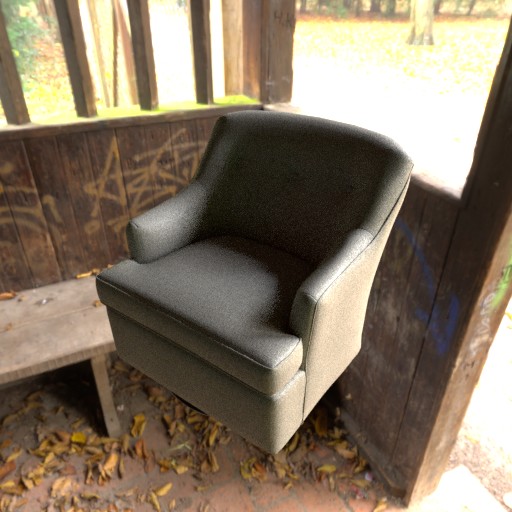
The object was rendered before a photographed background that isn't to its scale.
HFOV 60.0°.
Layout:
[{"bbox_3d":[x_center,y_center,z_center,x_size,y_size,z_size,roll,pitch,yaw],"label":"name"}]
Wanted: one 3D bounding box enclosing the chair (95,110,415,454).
[{"bbox_3d":[0.000,0.000,1.672,0.864,0.856,0.923,21,38,30],"label":"chair"}]
